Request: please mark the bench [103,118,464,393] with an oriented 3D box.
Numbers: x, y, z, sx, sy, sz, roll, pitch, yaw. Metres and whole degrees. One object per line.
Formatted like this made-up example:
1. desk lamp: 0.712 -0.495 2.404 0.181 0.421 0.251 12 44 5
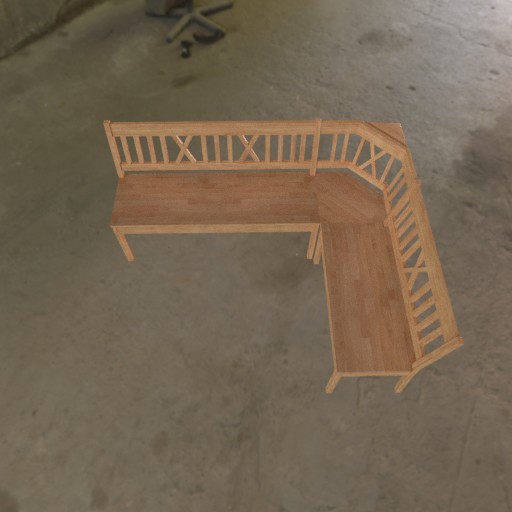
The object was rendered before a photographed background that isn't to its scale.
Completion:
1. bench: 0.000 0.000 2.856 1.937 0.902 1.537 -1 59 0
